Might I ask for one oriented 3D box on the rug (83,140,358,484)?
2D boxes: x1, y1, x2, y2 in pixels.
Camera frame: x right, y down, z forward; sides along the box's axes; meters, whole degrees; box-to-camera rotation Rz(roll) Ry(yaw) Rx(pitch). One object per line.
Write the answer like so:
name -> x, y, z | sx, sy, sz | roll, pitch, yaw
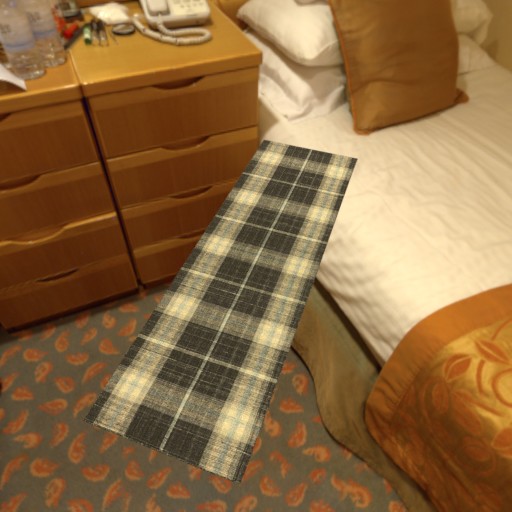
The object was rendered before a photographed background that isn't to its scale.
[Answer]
rug -> 0.000, 0.000, 2.669 | 0.760, 0.012, 2.434 | 15, 49, 14
